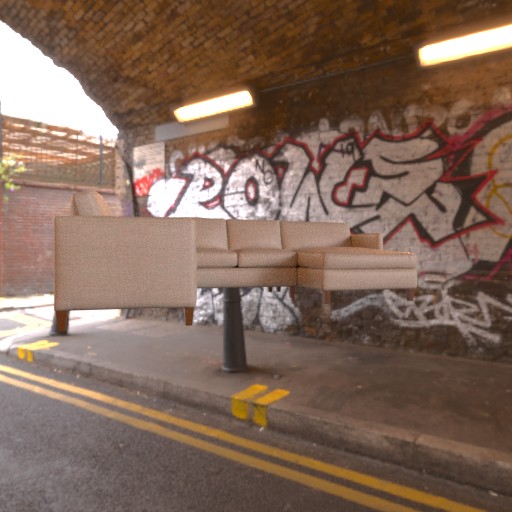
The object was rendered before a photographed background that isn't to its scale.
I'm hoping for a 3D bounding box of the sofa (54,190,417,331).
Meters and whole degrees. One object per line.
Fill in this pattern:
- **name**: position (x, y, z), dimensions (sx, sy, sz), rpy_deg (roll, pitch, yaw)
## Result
- **sofa**: position (0.000, 0.000, 4.523), dimensions (3.460, 0.961, 2.594), rpy_deg (0, 0, -16)
